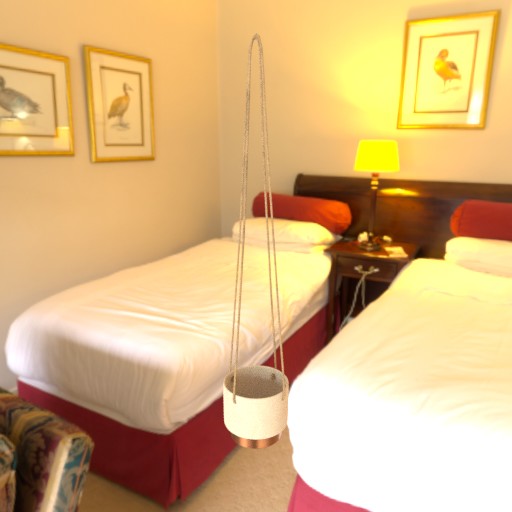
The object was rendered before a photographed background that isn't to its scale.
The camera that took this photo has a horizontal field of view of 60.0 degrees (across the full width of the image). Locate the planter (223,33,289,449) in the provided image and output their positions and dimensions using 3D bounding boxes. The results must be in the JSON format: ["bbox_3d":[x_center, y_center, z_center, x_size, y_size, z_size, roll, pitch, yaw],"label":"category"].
[{"bbox_3d":[0.000,0.000,0.918,0.146,0.841,0.146,-2,15,-7],"label":"planter"}]
